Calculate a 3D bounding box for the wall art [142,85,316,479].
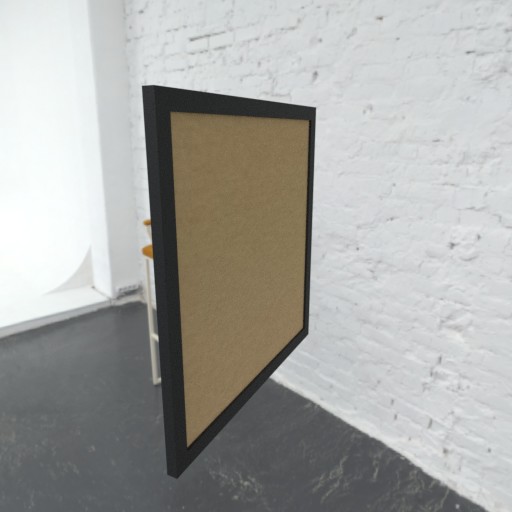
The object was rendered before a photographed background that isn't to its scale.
[{"bbox_3d":[0.000,0.000,0.536,0.012,0.357,0.358,8,17,26],"label":"wall art"}]
